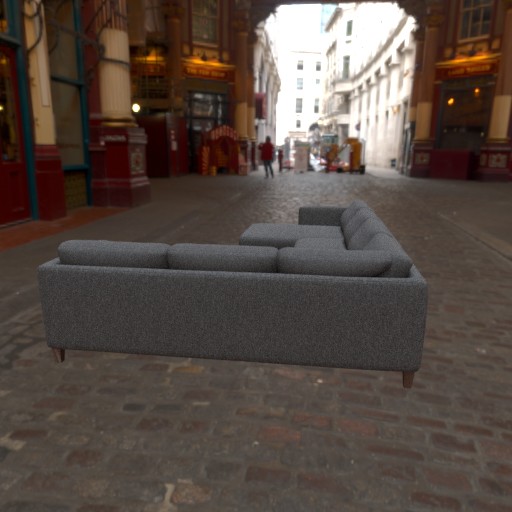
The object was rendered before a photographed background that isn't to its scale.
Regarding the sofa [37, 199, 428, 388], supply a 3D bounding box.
[{"bbox_3d":[0.000,0.000,4.366,2.551,0.853,3.238,2,14,8],"label":"sofa"}]
